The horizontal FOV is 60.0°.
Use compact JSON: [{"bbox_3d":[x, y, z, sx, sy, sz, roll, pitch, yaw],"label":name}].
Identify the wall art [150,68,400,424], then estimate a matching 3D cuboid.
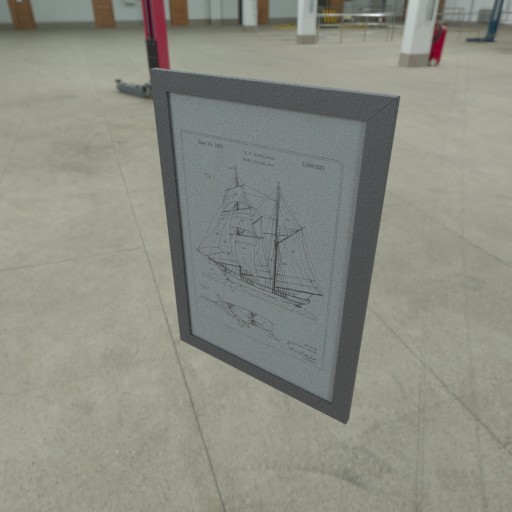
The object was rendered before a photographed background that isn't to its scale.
[{"bbox_3d":[0.000,0.000,0.715,0.380,0.534,0.013,19,36,29],"label":"wall art"}]
